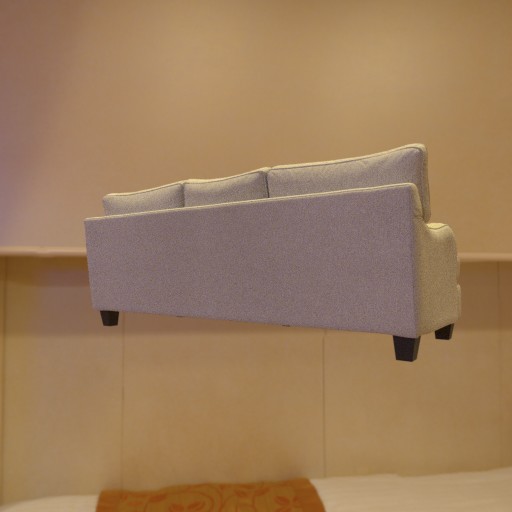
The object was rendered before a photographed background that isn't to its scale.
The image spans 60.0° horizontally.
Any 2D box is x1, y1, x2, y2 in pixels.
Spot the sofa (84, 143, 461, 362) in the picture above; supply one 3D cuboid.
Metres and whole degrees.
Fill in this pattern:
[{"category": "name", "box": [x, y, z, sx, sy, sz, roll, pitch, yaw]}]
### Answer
[{"category": "sofa", "box": [0.000, 0.000, 2.893, 2.323, 0.991, 1.016, -1, -2, 35]}]
